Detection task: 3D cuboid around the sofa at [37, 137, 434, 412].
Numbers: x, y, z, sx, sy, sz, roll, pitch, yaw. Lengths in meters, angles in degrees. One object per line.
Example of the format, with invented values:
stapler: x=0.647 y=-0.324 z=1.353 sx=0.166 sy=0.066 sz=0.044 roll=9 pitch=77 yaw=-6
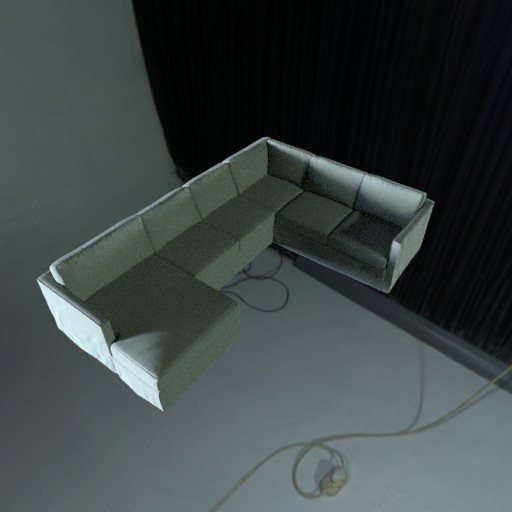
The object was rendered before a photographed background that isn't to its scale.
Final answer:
sofa: x=0.000 y=0.000 z=4.621 sx=2.440 sy=0.869 sz=3.434 roll=26 pitch=48 yaw=27
